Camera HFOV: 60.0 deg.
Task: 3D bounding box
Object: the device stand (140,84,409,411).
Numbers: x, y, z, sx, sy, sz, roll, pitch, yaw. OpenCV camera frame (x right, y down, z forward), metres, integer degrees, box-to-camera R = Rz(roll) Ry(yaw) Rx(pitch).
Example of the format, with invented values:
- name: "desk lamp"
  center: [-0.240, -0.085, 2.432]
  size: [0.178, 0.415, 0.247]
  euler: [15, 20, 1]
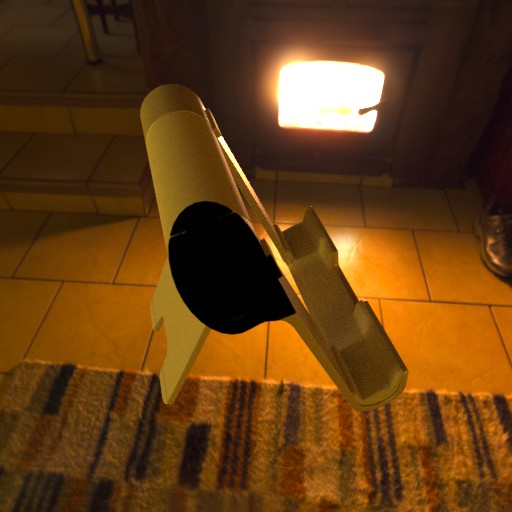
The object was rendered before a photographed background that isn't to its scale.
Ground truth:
- name: "device stand"
  center: [0.000, 0.000, 0.147]
  size: [0.079, 0.084, 0.086]
  euler: [-11, 46, -11]
